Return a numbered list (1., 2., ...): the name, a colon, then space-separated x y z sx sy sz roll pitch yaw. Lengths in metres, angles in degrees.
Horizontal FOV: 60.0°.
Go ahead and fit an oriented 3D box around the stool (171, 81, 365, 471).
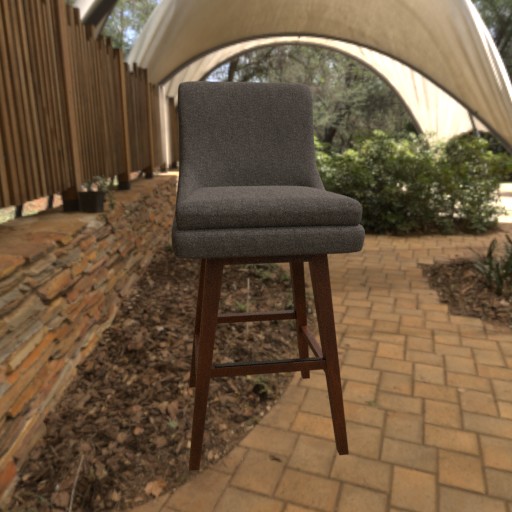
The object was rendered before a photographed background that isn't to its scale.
1. stool: 0.000 0.000 1.368 0.489 1.068 0.572 -2 15 -8
